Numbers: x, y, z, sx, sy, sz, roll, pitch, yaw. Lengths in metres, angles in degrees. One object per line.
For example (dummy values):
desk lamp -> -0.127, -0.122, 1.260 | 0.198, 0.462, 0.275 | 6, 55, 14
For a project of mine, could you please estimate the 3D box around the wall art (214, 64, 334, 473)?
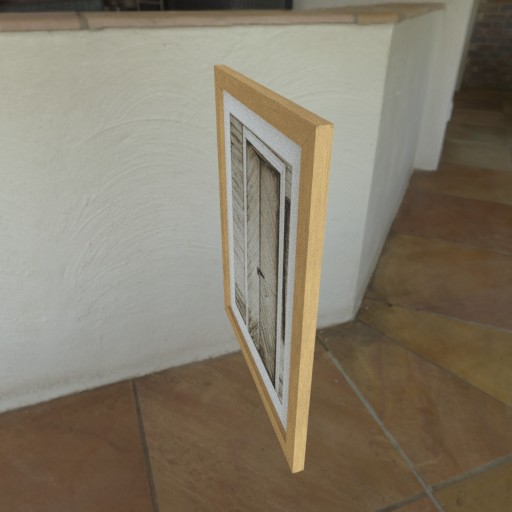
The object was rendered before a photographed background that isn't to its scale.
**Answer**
wall art -> 0.000, 0.000, 0.772 | 0.020, 0.561, 0.460 | -9, 32, -15
